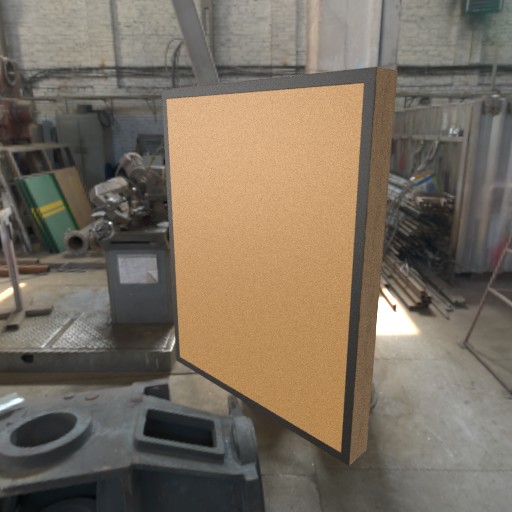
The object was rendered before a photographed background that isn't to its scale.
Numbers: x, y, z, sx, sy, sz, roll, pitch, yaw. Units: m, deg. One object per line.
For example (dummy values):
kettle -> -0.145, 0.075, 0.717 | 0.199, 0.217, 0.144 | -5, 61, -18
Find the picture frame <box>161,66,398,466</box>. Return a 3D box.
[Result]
picture frame -> 0.000, 0.000, 0.716 | 0.046, 0.526, 0.421 | -15, 22, -43
